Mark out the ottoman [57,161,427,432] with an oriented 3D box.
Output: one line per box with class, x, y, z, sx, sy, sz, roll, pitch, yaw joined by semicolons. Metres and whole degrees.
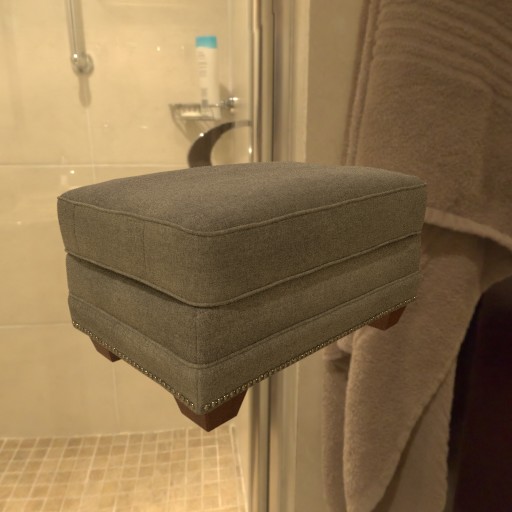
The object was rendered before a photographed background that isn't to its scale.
ottoman;0.000;0.000;1.148;0.813;0.457;0.561;-14;21;-43
